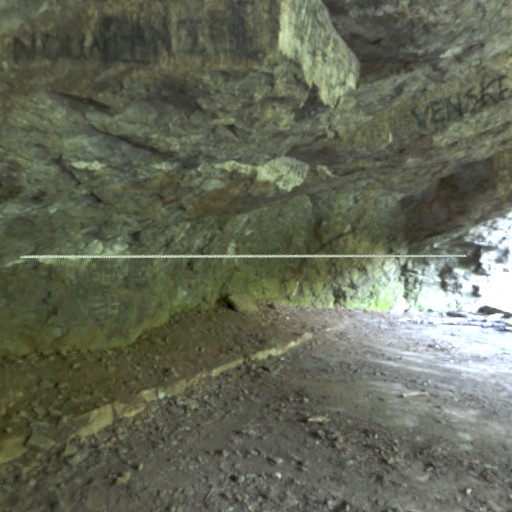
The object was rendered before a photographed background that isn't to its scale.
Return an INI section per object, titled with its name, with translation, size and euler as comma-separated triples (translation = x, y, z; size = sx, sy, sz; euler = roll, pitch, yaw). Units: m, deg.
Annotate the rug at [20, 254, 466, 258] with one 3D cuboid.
[rug]
translation = 0.000, 0.000, 2.012
size = 1.824, 0.009, 0.562
euler = 0, 0, -16
